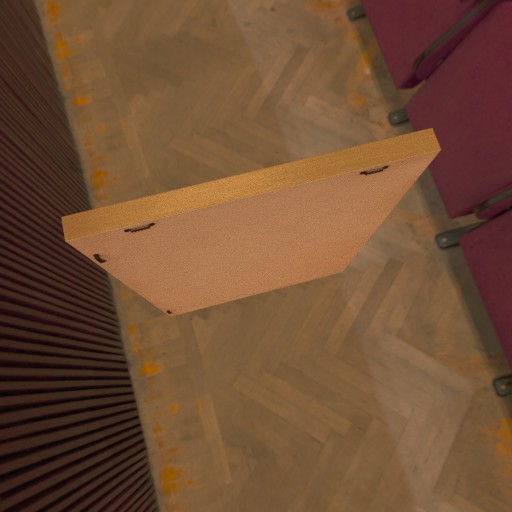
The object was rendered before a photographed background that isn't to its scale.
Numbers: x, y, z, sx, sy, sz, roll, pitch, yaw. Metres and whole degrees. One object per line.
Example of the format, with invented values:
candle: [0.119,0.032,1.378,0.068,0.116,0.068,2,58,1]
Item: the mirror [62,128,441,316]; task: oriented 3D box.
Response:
mirror: [0.000,0.000,0.924,0.507,0.710,0.039,-14,75,-4]
